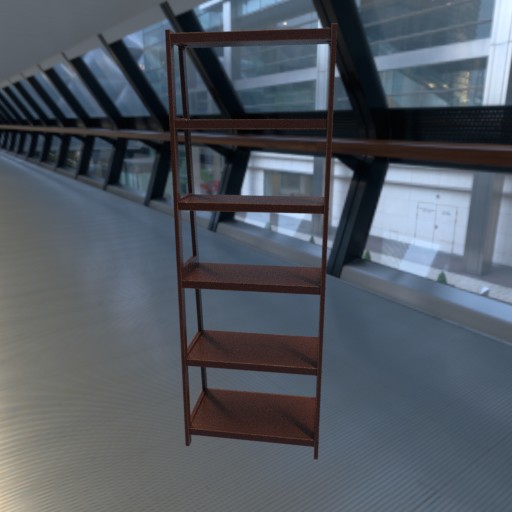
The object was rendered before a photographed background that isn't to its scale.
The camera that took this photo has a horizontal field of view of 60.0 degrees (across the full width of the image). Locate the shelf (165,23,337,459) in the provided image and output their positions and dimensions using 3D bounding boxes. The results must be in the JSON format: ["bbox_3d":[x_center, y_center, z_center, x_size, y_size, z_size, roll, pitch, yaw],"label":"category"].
[{"bbox_3d":[0.000,0.000,2.098,0.660,1.892,0.381,2,16,8],"label":"shelf"}]
